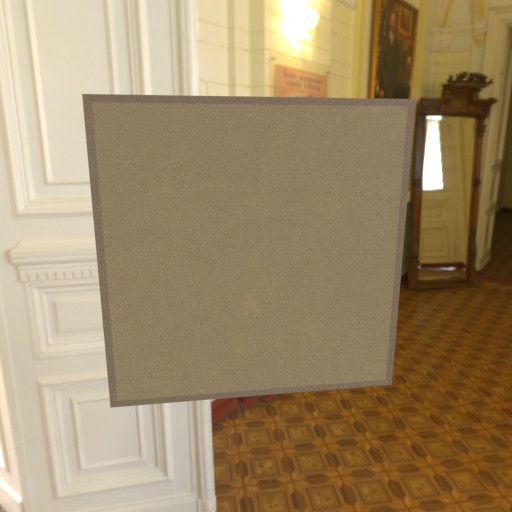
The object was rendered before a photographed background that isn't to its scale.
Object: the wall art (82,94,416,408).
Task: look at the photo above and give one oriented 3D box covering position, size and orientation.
[{"bbox_3d":[0.000,0.000,0.750,0.508,0.506,0.038,-2,14,-8],"label":"wall art"}]
